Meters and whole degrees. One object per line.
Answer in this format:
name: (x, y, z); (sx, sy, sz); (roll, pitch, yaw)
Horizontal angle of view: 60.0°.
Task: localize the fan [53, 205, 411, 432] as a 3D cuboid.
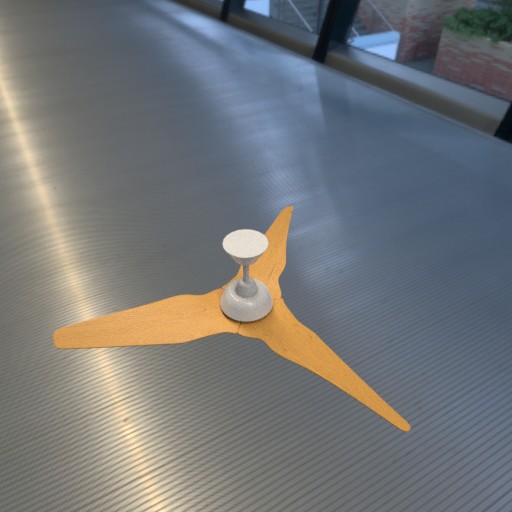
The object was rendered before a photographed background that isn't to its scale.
fan: (0.000, 0.000, 1.623); (1.142, 0.355, 1.010); (10, 41, 11)
